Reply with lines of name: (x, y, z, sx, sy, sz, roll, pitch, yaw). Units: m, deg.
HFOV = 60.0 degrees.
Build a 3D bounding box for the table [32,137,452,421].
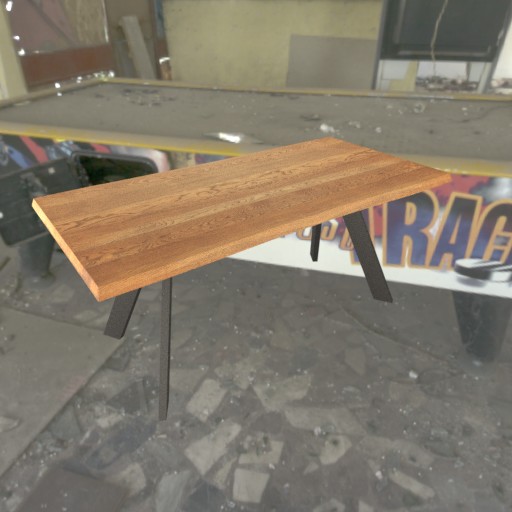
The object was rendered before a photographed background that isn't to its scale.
table: (0.000, 0.000, 2.272, 1.800, 0.770, 0.900, -19, 35, -30)
